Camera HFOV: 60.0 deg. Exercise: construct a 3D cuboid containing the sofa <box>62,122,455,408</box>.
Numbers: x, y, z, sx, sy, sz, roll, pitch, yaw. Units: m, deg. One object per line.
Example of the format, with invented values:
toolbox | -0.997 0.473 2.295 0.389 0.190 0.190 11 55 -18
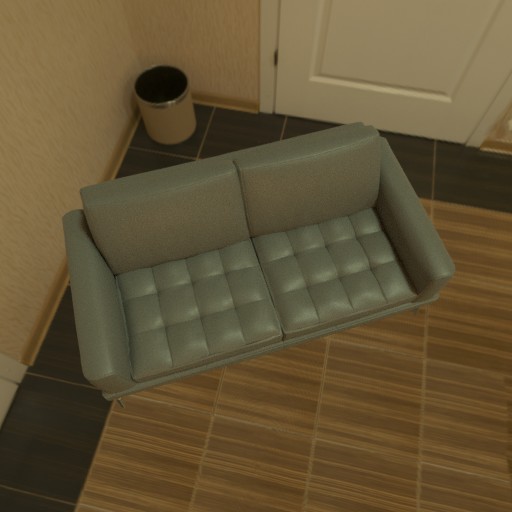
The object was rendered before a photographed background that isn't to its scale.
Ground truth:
sofa | 0.000 0.000 2.741 2.177 0.930 1.121 -15 65 -7
